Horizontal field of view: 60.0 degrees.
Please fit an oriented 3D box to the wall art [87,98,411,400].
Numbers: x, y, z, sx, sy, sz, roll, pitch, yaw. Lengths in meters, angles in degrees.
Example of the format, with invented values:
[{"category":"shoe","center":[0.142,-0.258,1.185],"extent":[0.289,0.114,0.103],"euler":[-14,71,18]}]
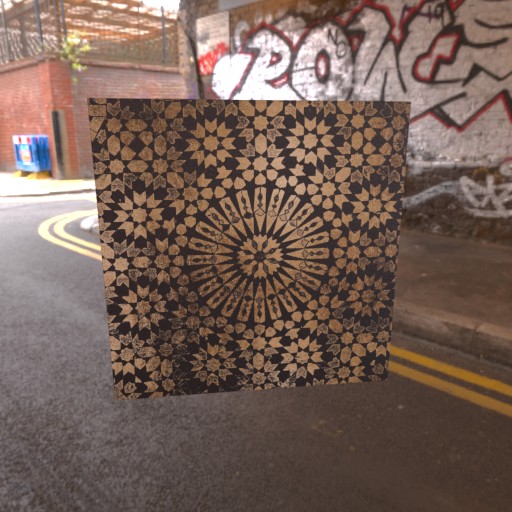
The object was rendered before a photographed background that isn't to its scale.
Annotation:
[{"category":"wall art","center":[0.000,0.000,1.373],"extent":[0.914,0.914,0.038],"euler":[-2,15,-7]}]
